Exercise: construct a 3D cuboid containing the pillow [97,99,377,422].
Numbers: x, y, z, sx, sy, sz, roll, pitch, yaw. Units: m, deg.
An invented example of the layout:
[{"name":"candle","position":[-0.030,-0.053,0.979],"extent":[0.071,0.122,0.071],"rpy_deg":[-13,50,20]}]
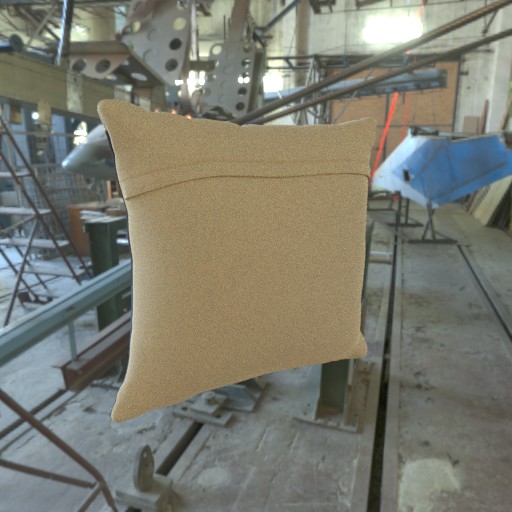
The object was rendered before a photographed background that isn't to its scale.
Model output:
[{"name":"pillow","position":[0.000,0.000,0.789],"extent":[0.536,0.506,0.229],"rpy_deg":[-7,15,-27]}]
